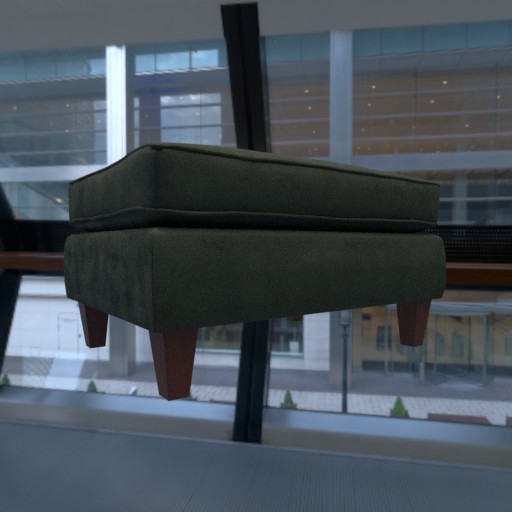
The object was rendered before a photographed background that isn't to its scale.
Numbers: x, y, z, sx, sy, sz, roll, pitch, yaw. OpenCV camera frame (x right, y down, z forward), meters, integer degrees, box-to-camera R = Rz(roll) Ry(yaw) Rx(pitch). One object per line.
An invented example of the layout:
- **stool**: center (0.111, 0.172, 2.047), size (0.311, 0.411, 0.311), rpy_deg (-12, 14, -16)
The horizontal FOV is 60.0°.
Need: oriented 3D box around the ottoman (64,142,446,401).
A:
- **ottoman**: center (0.000, 0.000, 1.220), size (0.864, 0.495, 0.632), rpy_deg (-1, 2, -36)
